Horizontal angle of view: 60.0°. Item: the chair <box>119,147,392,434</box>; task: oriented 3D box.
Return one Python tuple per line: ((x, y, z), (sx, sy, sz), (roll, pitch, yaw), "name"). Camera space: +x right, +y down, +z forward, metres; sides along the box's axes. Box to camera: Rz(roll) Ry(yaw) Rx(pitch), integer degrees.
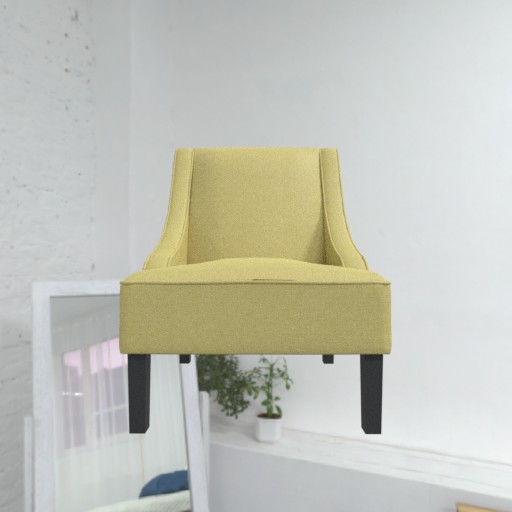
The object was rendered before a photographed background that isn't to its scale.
((0.000, 0.000, 1.492), (0.696, 0.896, 0.814), (0, 0, 0), "chair")
